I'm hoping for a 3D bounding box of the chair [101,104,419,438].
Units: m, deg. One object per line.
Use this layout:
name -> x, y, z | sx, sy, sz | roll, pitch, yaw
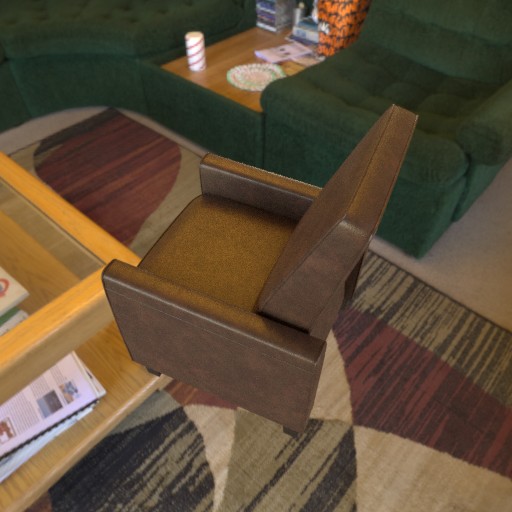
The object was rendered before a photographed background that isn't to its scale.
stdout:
chair -> 0.000, 0.000, 1.492 | 0.746, 1.013, 0.705 | 18, 50, 16
